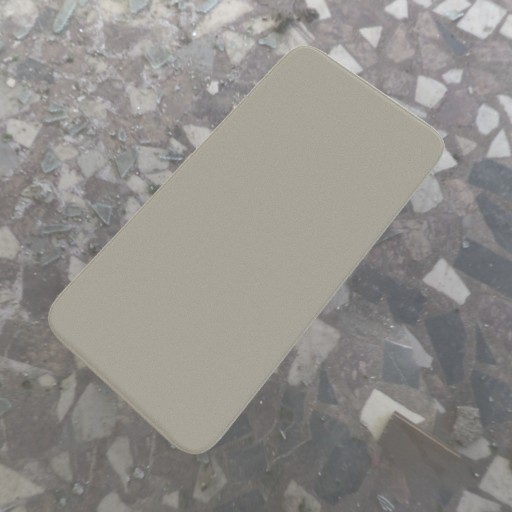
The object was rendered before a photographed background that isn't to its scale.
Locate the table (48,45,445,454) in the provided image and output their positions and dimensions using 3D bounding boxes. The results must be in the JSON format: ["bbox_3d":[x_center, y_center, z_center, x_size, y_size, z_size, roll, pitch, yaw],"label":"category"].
[{"bbox_3d":[0.000,0.000,1.677,0.610,0.737,1.219,39,79,9],"label":"table"}]
